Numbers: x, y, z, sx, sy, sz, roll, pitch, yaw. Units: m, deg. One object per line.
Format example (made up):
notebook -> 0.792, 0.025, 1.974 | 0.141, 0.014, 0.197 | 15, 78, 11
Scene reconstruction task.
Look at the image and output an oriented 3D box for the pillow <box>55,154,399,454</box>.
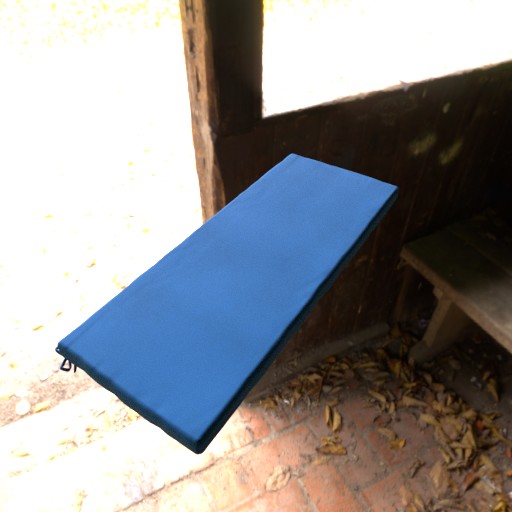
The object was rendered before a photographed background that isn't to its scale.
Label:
pillow -> 0.000, 0.000, 1.363 | 0.492, 0.081, 1.187 | 24, 47, 25
